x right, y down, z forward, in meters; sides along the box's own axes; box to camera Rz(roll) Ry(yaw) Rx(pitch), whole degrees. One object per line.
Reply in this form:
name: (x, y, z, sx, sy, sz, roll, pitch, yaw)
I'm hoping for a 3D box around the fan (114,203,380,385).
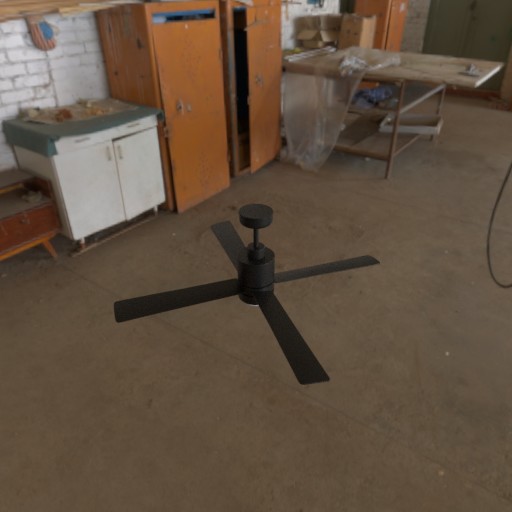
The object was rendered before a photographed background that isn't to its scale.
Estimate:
fan: (0.000, 0.000, 2.370, 1.525, 0.534, 1.525, -10, 33, -16)
